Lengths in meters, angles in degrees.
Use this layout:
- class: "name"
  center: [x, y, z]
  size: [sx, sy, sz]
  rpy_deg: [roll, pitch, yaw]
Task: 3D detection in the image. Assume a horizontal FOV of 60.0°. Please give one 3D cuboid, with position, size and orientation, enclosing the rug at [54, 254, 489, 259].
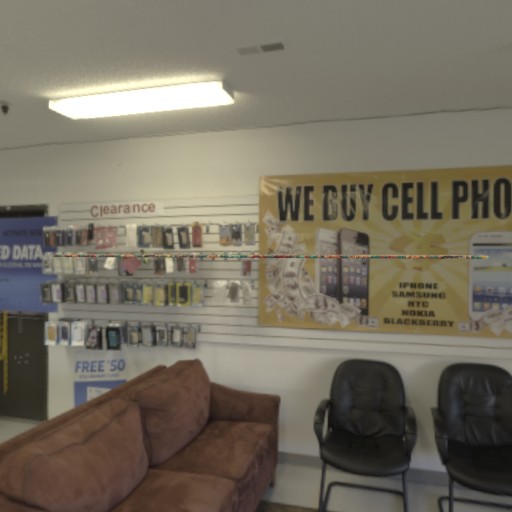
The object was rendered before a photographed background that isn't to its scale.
- class: "rug"
  center: [0.000, 0.000, 2.528]
  size: [2.286, 0.013, 0.686]
  rpy_deg: [0, 1, 19]
